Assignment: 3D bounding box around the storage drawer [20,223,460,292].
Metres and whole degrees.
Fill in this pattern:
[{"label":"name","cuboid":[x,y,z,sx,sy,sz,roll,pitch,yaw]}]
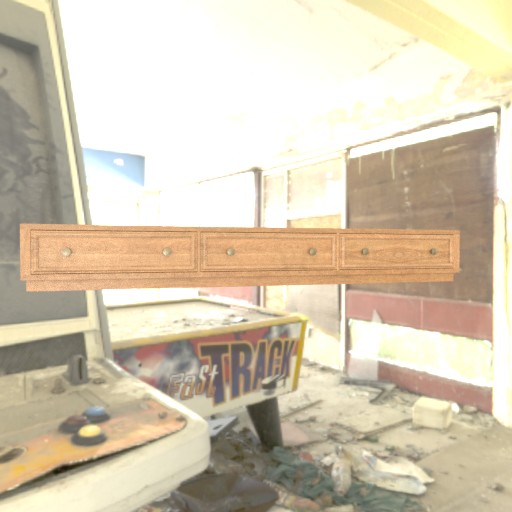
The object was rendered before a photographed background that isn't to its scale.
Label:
[{"label":"storage drawer","cuboid":[0.000,0.000,2.226,2.032,0.264,0.538,0,1,-17]}]
